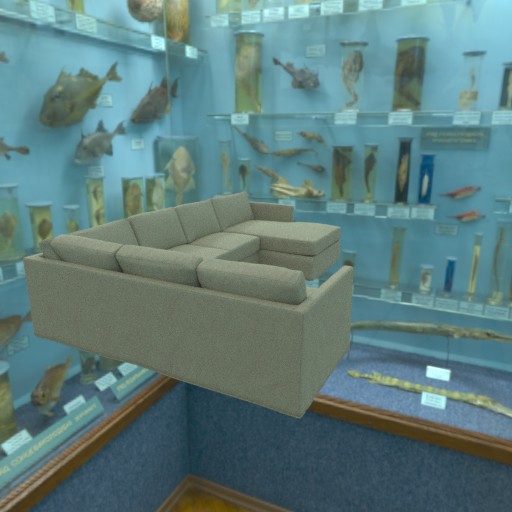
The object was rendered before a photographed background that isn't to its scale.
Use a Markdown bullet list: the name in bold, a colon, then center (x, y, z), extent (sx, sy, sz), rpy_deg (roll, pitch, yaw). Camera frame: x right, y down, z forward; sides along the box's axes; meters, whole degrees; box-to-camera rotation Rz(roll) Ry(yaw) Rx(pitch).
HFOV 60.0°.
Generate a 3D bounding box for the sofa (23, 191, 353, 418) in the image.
- **sofa**: center (0.000, 0.000, 4.535), extent (2.427, 0.882, 3.460), rpy_deg (8, 18, 26)
